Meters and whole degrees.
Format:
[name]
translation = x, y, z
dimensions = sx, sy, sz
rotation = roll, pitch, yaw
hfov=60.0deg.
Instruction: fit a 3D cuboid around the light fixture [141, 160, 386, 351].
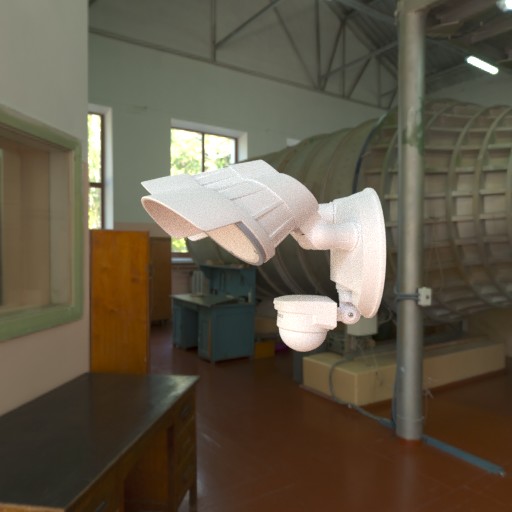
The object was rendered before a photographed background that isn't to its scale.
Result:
[light fixture]
translation = 0.000, 0.000, 0.552
dimensions = 0.278, 0.237, 0.369
rotation = 0, 1, 1
